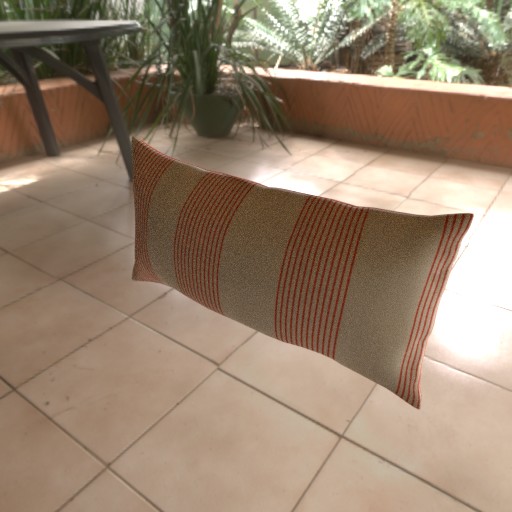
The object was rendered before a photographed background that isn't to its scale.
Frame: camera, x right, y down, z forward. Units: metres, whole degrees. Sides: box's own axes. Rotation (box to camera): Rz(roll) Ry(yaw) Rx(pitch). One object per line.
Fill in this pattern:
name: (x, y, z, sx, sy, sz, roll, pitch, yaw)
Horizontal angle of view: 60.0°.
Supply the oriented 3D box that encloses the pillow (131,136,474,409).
pillow: (0.000, 0.000, 0.732, 0.608, 0.292, 0.156, 19, 35, 30)
